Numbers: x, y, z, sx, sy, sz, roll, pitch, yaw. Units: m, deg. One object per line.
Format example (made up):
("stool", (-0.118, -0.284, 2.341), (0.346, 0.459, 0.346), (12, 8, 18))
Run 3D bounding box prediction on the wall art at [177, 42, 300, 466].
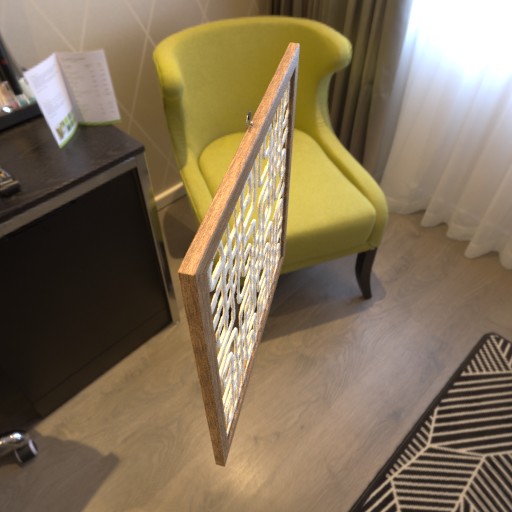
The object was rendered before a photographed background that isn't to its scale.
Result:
("wall art", (0.000, 0.000, 0.810), (0.021, 0.582, 0.561), (11, 48, 10))
